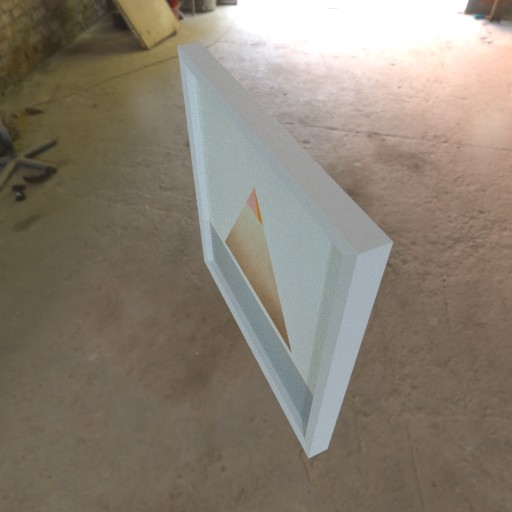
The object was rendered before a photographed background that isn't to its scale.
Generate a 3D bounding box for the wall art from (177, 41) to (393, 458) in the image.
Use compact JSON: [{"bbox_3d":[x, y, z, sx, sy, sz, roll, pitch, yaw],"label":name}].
[{"bbox_3d":[0.000,0.000,1.877,0.098,1.291,1.289,-19,50,-17],"label":"wall art"}]
